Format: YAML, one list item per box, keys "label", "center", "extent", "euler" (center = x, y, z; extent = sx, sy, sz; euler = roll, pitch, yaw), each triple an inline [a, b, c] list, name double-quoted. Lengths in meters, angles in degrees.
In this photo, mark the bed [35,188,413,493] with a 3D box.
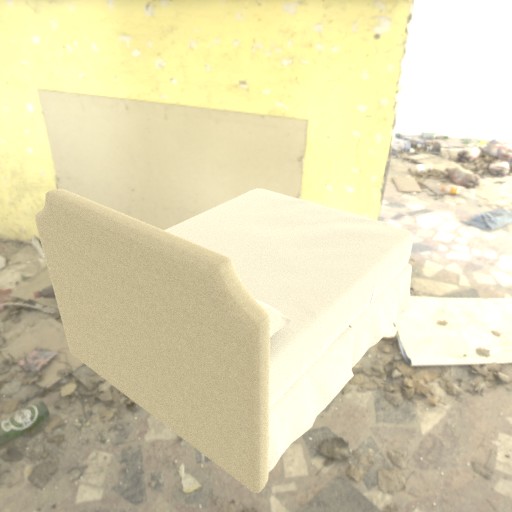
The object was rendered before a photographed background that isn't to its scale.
- label: "bed"
  center: [0.000, 0.000, 3.084]
  extent: [1.693, 1.290, 2.116]
  euler: [21, 36, 33]
